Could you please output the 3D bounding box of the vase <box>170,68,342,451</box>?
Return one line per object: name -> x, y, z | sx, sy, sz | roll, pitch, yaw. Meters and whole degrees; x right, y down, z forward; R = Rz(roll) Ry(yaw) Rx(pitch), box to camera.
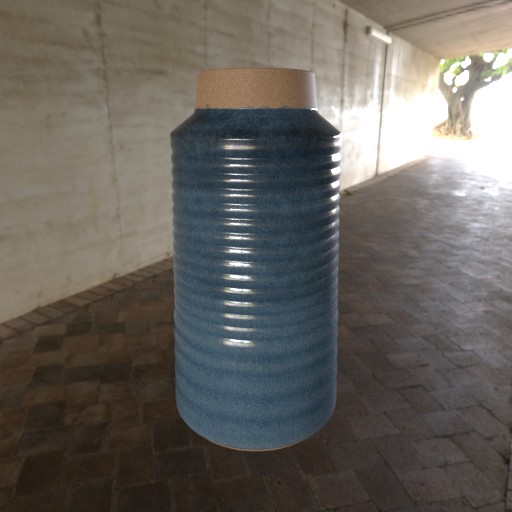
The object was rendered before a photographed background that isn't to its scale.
vase -> 0.000, 0.000, 0.413 | 0.163, 0.316, 0.163 | 0, 18, 0
